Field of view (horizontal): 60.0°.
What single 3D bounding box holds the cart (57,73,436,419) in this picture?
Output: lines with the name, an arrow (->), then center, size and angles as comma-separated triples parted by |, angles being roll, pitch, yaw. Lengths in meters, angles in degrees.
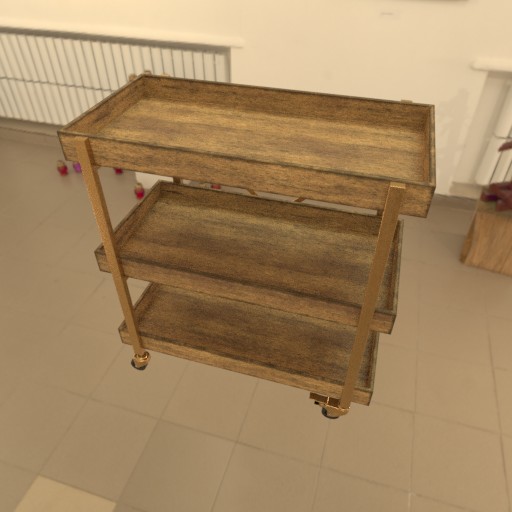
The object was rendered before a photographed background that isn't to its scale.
cart -> 0.000, 0.000, 1.228 | 0.750, 0.799, 0.416 | 11, 42, 13
